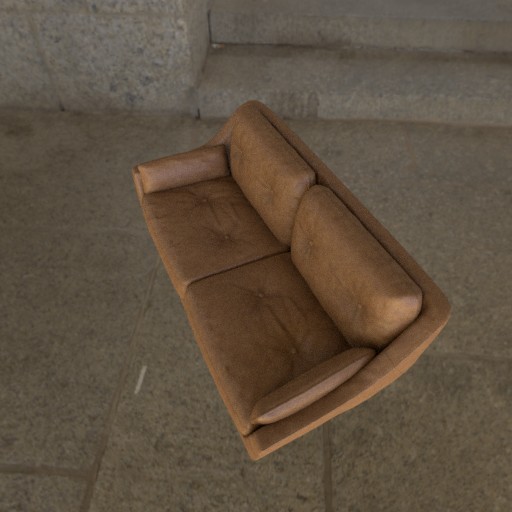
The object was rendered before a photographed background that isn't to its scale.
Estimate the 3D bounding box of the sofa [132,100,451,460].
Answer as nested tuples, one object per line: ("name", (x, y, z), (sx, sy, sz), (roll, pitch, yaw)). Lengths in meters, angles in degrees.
("sofa", (0.000, 0.000, 2.377), (0.904, 0.839, 1.902), (-19, 50, -17))
